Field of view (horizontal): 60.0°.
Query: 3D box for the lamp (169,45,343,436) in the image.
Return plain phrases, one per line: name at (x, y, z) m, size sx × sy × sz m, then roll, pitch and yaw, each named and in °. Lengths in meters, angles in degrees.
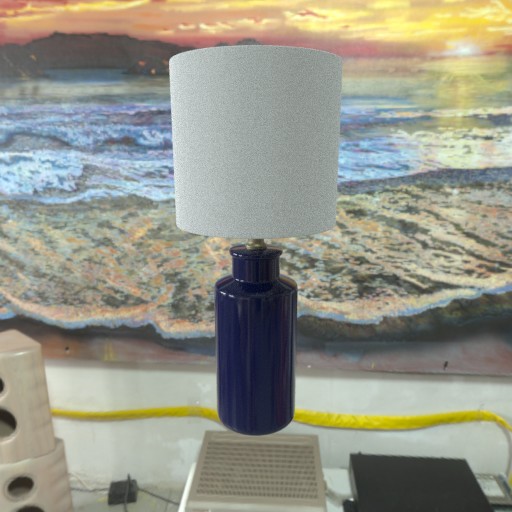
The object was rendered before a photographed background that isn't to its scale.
lamp at (0.000, 0.000, 0.611) m, size 0.212 × 0.493 × 0.212 m, roll -7°, pitch 16°, yaw -26°
